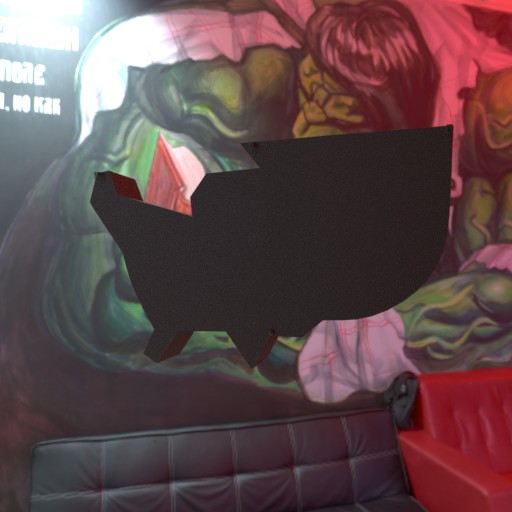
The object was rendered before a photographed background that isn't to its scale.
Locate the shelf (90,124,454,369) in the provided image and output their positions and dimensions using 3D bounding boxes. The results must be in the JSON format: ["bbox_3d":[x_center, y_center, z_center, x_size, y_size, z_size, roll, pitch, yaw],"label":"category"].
[{"bbox_3d":[0.000,0.000,0.897,0.729,0.439,0.112,0,-1,17],"label":"shelf"}]
